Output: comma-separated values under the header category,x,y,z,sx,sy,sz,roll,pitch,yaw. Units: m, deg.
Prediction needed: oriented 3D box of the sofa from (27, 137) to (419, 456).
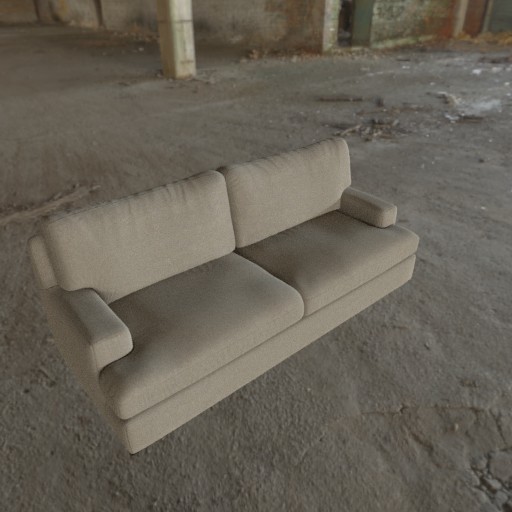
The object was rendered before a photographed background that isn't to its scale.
category,x,y,z,sx,sy,sz,roll,pitch,yaw
sofa,0.000,0.000,2.780,2.354,0.980,0.962,-23,38,-34
